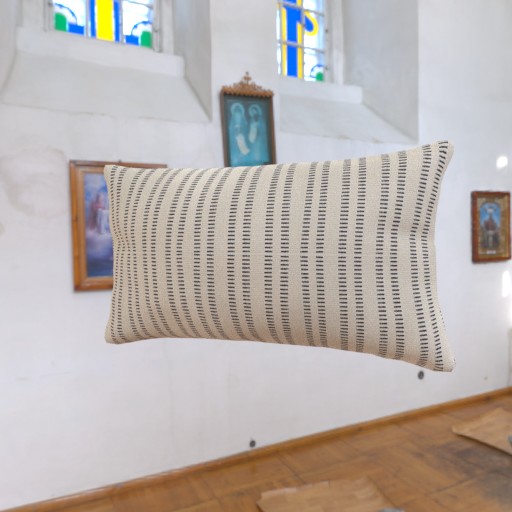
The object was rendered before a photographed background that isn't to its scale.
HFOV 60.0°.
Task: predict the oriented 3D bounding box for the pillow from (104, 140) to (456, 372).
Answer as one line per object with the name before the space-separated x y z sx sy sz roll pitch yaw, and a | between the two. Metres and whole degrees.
pillow | 0.000 0.000 0.766 0.640 0.353 0.210 0 1 19
